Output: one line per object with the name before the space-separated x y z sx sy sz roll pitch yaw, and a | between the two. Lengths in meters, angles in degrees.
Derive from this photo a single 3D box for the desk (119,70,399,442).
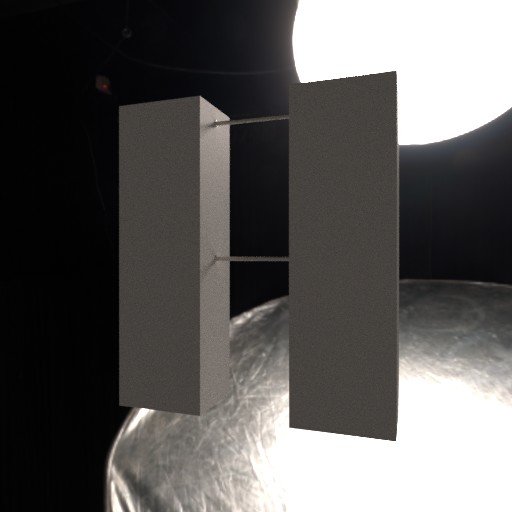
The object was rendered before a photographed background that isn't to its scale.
desk | 0.000 0.000 2.900 1.770 2.000 0.480 0 0 19
